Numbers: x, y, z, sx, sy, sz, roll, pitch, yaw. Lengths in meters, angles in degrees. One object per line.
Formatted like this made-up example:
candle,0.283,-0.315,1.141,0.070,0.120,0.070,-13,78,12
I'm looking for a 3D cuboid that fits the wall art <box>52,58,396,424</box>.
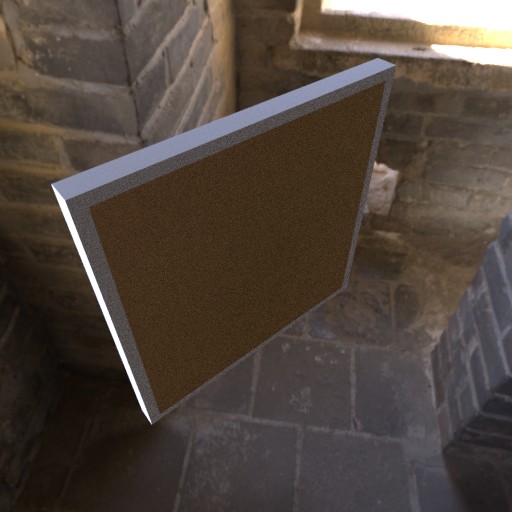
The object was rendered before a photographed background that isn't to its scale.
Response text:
wall art,0.000,0.000,0.734,0.508,0.507,0.035,-30,53,-26
